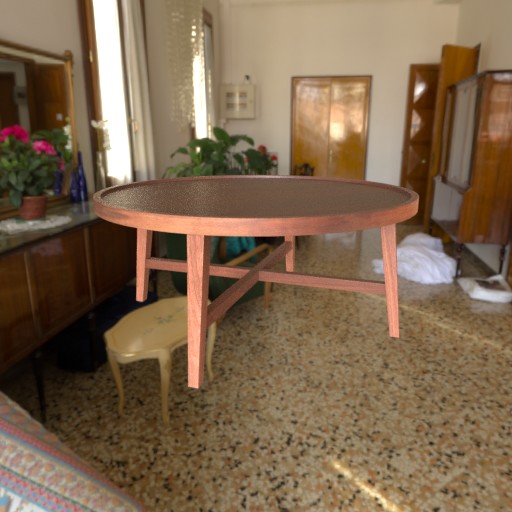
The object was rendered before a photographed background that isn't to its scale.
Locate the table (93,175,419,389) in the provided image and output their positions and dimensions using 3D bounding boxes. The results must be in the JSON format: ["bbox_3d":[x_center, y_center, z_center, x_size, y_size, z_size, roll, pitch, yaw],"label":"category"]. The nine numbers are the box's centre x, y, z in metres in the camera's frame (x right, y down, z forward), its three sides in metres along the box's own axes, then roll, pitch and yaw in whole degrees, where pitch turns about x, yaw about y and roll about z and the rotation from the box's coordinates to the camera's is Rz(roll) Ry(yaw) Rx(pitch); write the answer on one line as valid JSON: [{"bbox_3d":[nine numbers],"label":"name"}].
[{"bbox_3d":[0.000,0.000,1.202,0.800,0.360,0.800,0,16,0],"label":"table"}]
